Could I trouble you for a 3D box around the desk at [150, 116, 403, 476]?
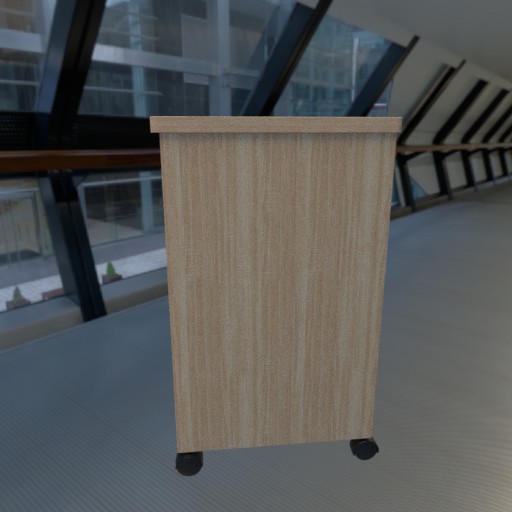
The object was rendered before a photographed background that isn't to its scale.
[{"bbox_3d":[0.000,0.000,1.330,0.480,0.770,0.884,-2,16,-6],"label":"desk"}]
